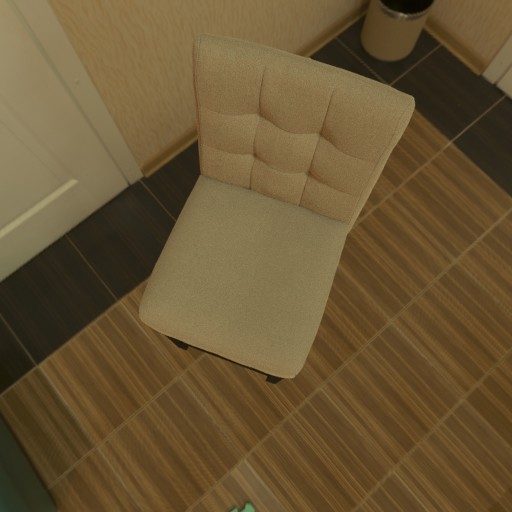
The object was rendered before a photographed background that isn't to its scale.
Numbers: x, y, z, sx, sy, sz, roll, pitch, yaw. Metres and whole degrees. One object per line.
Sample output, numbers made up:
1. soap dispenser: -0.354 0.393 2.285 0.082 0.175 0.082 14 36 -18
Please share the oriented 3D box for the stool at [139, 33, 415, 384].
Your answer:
1. stool: 0.000 0.000 1.156 0.427 0.885 0.571 19 75 5
